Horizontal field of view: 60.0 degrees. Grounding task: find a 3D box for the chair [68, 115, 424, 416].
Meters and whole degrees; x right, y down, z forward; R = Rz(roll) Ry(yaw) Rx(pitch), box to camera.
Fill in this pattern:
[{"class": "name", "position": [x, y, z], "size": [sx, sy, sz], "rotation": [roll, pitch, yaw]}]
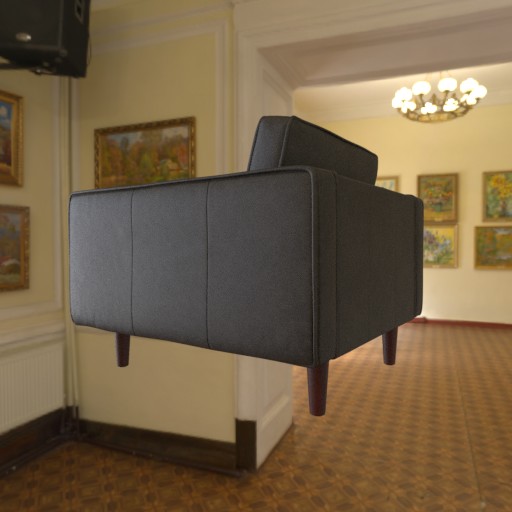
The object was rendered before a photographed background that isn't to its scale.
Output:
[{"class": "chair", "position": [0.000, 0.000, 1.536], "size": [0.914, 0.763, 0.889], "rotation": [1, 2, 35]}]
